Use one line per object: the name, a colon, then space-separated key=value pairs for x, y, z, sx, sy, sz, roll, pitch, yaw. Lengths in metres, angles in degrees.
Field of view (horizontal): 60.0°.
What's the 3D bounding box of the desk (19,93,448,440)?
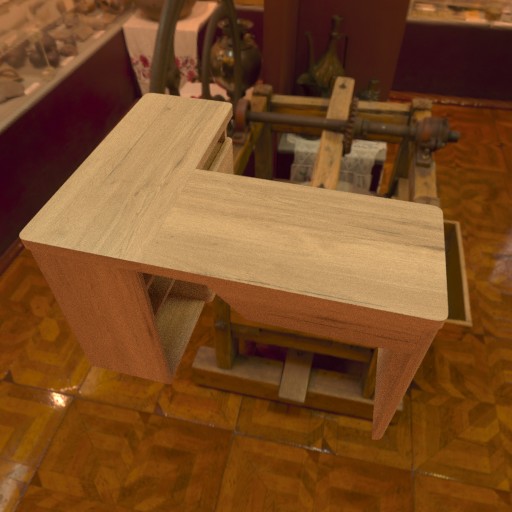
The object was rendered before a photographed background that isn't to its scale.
desk: x=0.000 y=0.000 z=1.723 sx=1.169 sy=0.760 sz=0.900 roll=10 pitch=47 yaw=10
